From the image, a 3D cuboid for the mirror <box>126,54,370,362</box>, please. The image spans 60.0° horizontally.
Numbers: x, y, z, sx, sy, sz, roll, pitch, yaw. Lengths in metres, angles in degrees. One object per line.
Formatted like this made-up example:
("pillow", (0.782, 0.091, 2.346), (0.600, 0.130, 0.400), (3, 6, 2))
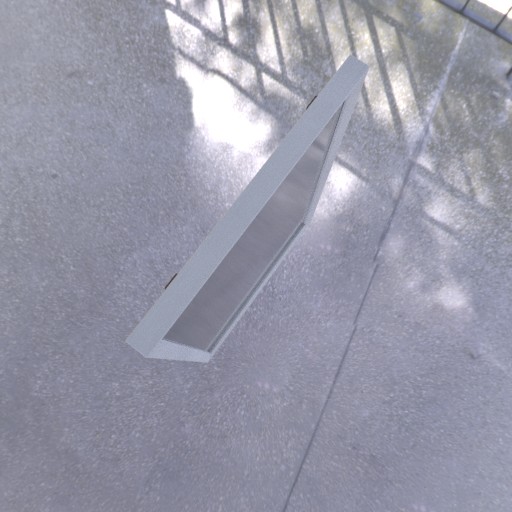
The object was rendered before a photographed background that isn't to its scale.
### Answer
("mirror", (0.000, 0.000, 0.937), (0.039, 0.710, 0.507), (35, 79, 8))
